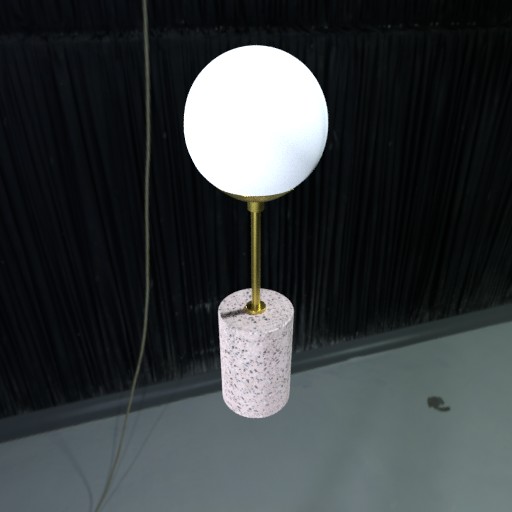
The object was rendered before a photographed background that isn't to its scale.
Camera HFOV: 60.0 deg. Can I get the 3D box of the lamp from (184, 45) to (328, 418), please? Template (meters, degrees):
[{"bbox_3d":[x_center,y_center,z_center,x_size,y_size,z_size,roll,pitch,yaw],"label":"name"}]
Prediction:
[{"bbox_3d":[0.000,0.000,0.559,0.153,0.480,0.153,0,30,0],"label":"lamp"}]
